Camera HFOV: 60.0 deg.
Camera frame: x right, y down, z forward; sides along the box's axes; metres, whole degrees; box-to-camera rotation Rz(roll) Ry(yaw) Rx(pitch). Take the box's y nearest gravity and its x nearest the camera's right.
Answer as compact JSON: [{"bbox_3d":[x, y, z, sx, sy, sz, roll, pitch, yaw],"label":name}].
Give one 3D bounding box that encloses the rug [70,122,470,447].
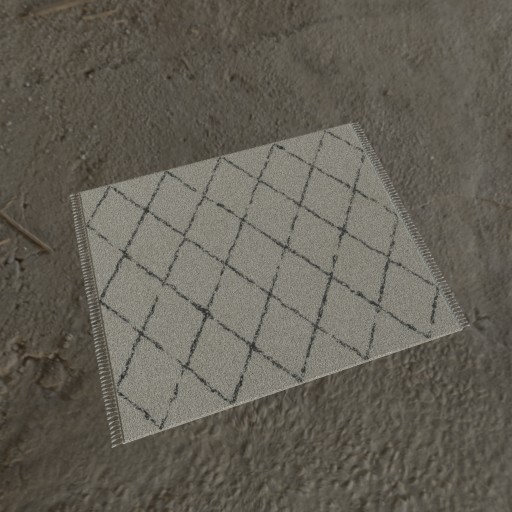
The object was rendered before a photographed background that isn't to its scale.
[{"bbox_3d":[0.000,0.000,4.028,3.051,0.013,2.380,-16,65,-8],"label":"rug"}]
